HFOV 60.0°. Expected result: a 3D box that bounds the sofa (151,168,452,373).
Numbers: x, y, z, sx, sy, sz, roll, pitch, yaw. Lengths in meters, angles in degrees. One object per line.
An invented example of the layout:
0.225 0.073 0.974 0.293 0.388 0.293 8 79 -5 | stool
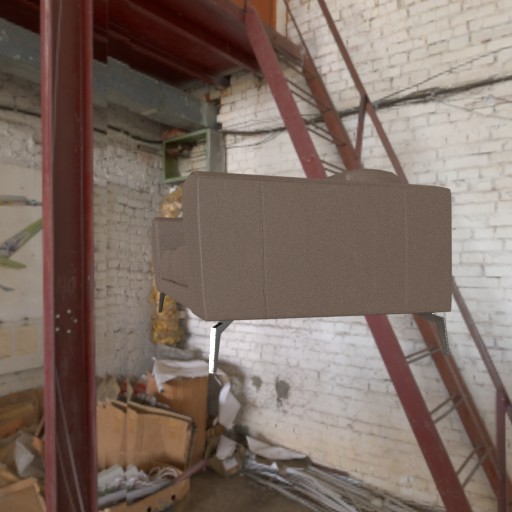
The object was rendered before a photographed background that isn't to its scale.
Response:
0.000 0.000 2.418 1.003 0.779 1.895 0 -1 -17 | sofa
